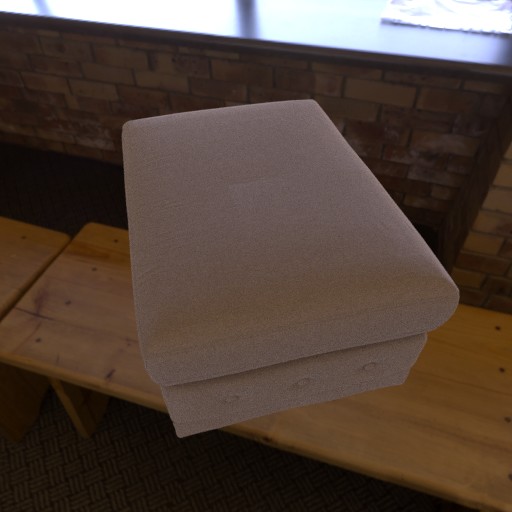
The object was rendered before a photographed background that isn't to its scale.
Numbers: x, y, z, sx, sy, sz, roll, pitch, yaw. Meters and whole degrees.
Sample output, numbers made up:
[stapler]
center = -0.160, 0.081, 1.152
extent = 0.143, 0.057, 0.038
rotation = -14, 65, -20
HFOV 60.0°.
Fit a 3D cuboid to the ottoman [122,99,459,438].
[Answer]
[ottoman]
center = 0.000, 0.000, 1.127
extent = 0.569, 0.500, 0.771
rotation = -10, 46, -10
